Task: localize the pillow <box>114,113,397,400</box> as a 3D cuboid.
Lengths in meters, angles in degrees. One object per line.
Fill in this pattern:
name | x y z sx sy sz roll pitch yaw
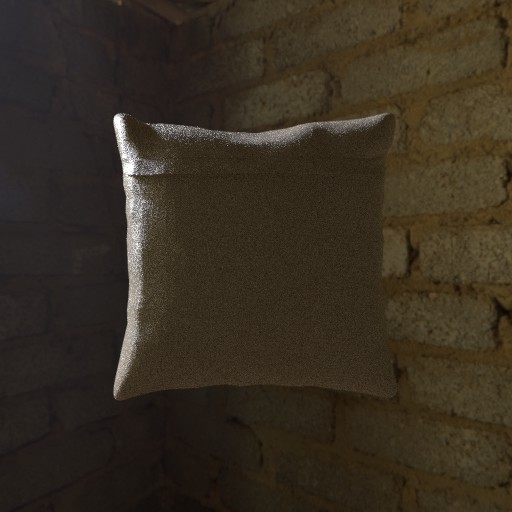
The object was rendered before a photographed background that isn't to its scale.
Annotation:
pillow | 0.000 0.000 0.769 0.484 0.490 0.234 0 0 -1
